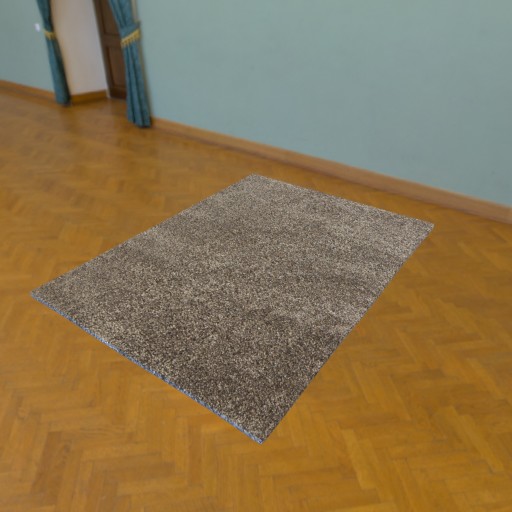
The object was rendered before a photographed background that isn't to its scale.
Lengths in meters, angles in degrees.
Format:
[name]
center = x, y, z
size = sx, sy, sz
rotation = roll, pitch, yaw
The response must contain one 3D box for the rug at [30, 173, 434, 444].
[rug]
center = 0.000, 0.000, 2.118
size = 1.198, 0.025, 1.601
rotation = 21, 39, 29
